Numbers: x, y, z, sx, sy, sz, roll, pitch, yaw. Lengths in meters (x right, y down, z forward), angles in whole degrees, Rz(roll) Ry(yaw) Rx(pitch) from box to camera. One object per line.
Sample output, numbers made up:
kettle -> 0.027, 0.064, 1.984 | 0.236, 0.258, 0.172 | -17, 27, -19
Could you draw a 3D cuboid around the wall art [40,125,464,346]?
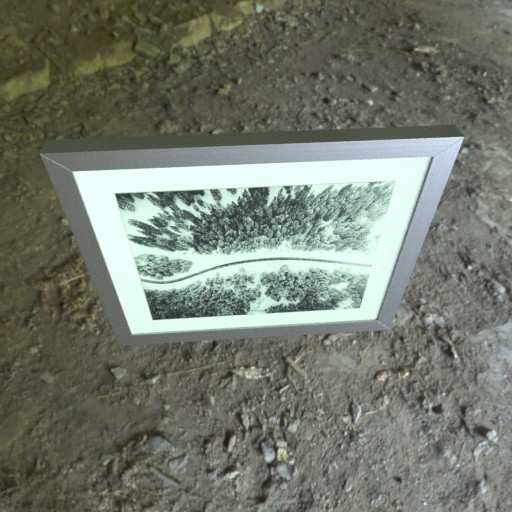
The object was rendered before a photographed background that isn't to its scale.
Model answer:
wall art -> 0.000, 0.000, 0.757 | 0.557, 0.456, 0.032 | -3, 47, -3
